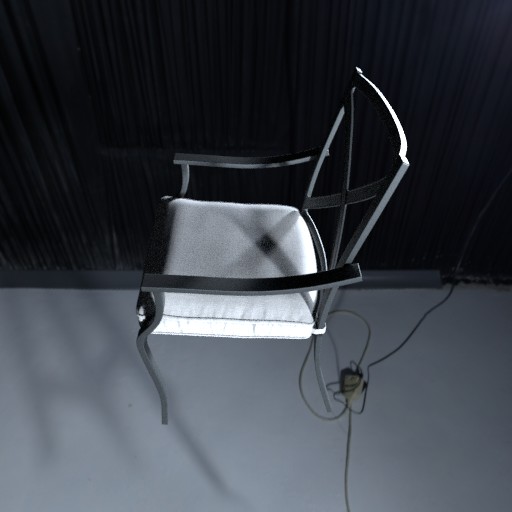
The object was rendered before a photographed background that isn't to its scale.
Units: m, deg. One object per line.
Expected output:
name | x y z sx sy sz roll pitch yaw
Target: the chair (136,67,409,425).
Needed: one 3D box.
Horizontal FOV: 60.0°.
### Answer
chair | 0.000 0.000 1.274 0.620 0.889 0.575 0 42 0
